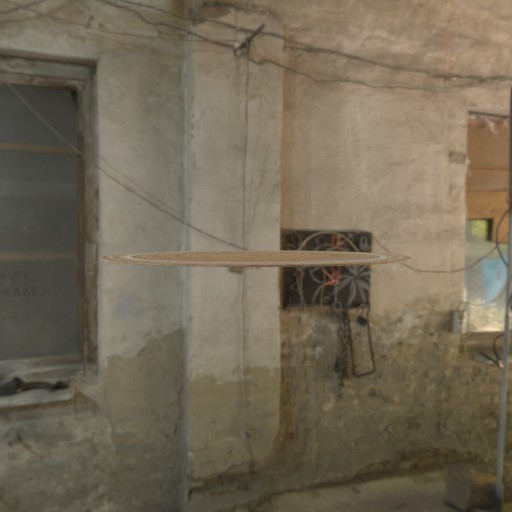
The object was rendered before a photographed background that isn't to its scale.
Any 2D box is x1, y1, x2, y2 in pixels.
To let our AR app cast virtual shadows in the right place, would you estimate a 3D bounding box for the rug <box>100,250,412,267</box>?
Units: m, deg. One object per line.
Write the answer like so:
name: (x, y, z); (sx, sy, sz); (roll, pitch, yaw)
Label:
rug: (0.000, 0.000, 3.682); (2.444, 0.015, 2.444); (0, 3, 0)
